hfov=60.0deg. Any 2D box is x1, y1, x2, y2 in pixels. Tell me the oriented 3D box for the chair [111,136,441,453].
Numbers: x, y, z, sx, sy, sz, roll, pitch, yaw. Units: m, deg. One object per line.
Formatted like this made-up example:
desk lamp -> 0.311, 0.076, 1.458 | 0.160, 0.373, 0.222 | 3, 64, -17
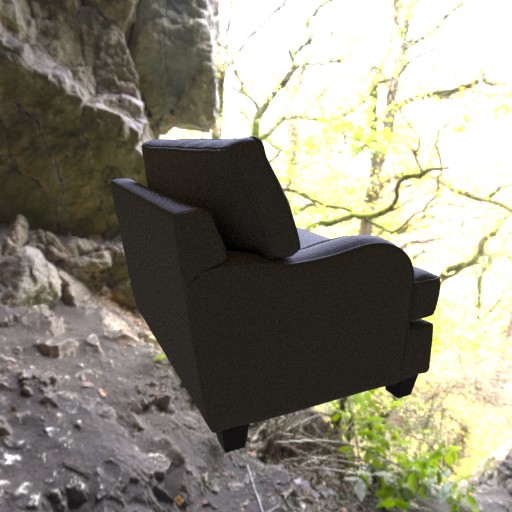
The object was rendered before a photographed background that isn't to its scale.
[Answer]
chair -> 0.000, 0.000, 1.972 | 1.040, 1.016, 1.220 | -7, 16, -25
